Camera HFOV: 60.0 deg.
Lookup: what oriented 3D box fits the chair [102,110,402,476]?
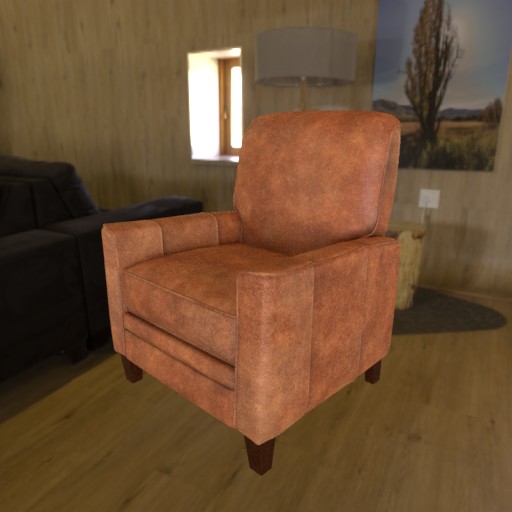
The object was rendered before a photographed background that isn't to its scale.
[{"bbox_3d":[0.000,0.000,1.651,0.843,1.043,0.836,15,22,42],"label":"chair"}]
